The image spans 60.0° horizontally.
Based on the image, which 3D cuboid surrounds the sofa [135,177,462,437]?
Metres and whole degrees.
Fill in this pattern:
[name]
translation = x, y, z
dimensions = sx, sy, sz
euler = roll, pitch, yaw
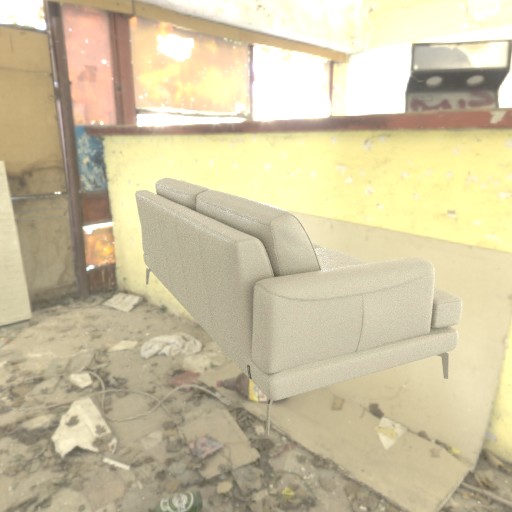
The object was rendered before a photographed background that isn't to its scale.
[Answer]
[sofa]
translation = 0.000, 0.000, 2.439
dimensions = 0.974, 0.765, 1.940
euler = -7, 16, -25
